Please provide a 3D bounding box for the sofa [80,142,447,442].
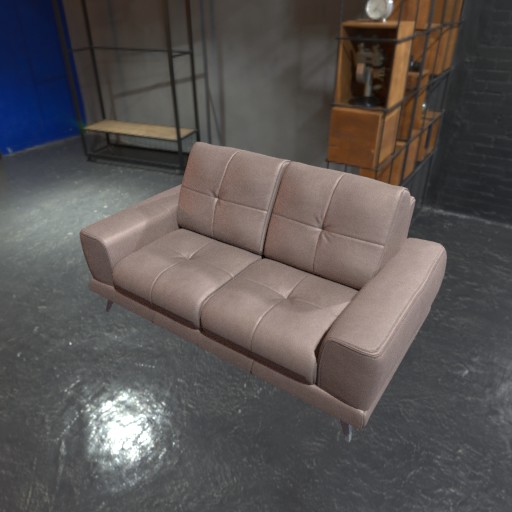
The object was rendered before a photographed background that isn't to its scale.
[{"bbox_3d":[0.000,0.000,2.441,1.806,0.907,1.018,20,36,29],"label":"sofa"}]
